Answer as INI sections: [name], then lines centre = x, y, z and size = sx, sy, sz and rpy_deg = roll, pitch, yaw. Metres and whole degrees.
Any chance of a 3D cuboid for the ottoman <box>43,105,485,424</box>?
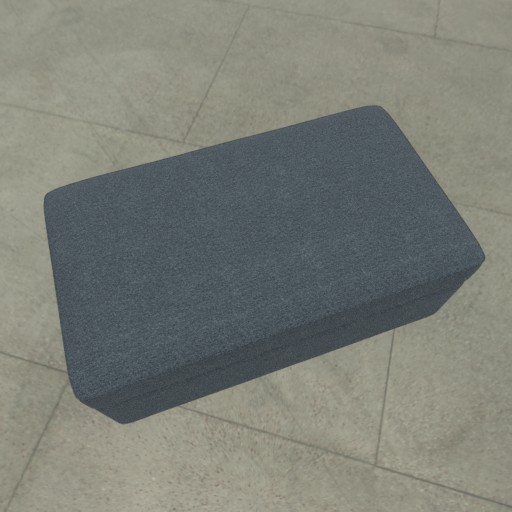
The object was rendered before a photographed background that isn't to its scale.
[ottoman]
centre = 0.000, 0.000, 1.474
size = 1.173, 0.494, 0.681
rpy_deg = -17, 62, -9
